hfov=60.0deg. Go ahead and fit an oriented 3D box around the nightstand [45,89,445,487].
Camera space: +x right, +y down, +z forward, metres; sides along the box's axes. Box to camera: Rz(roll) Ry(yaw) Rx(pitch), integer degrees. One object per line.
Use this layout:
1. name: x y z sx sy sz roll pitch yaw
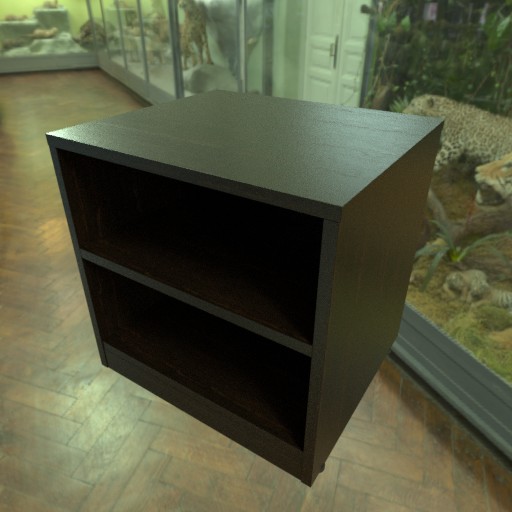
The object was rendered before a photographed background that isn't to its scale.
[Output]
1. nightstand: 0.000 0.000 0.838 0.489 0.487 0.427 19 36 28
